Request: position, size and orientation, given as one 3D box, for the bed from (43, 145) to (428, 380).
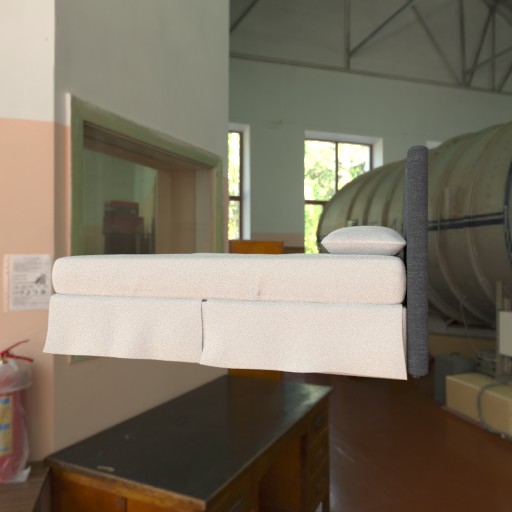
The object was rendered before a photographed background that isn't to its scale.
[{"bbox_3d":[0.000,0.000,3.876,2.689,1.457,2.161,0,0,18],"label":"bed"}]
